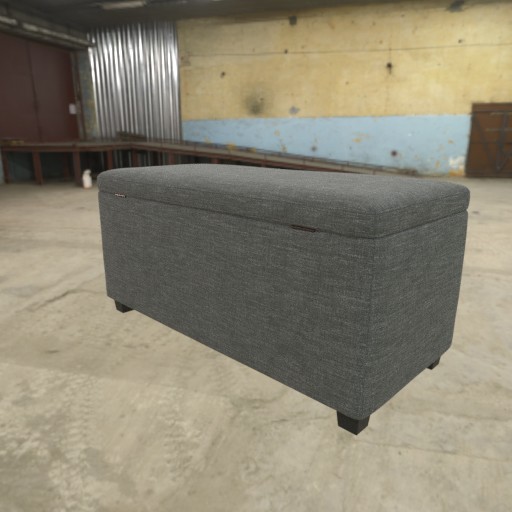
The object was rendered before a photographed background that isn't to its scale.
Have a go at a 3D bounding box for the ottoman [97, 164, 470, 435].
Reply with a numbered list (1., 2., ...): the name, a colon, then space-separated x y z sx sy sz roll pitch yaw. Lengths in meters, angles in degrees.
1. ottoman: 0.000 0.000 1.135 0.902 0.432 0.419 14 21 42
